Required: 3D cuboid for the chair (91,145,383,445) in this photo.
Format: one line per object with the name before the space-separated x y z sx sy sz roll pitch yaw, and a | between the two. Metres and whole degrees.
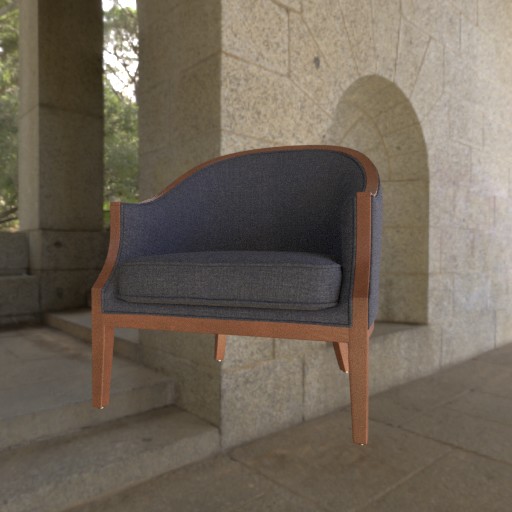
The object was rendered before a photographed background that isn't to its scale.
chair | 0.000 0.000 1.465 0.803 0.876 0.735 0 1 19
